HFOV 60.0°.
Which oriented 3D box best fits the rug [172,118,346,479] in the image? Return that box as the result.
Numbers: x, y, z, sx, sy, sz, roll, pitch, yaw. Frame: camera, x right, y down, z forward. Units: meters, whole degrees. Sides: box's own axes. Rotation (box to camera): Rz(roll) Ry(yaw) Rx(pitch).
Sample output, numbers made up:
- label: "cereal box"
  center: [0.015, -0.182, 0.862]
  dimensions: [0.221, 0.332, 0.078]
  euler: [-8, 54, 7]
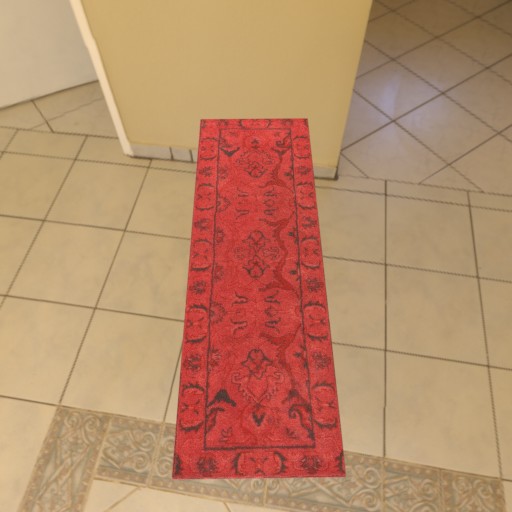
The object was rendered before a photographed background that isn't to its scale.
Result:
- label: "rug"
  center: [0.000, 0.000, 2.707]
  dimensions: [0.813, 0.018, 2.439]
  euler: [-1, 58, 0]
